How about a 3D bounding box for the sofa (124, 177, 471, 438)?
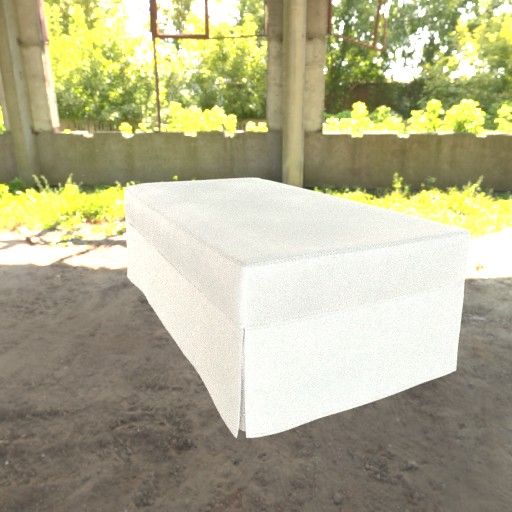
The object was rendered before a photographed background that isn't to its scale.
[{"bbox_3d":[0.000,0.000,2.086,0.939,0.552,1.677,-8,19,-25],"label":"sofa"}]
